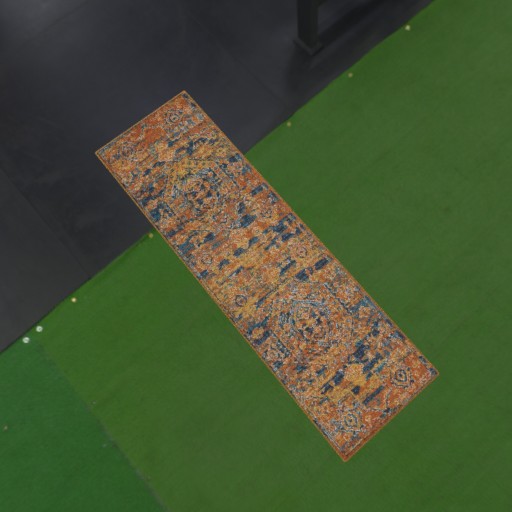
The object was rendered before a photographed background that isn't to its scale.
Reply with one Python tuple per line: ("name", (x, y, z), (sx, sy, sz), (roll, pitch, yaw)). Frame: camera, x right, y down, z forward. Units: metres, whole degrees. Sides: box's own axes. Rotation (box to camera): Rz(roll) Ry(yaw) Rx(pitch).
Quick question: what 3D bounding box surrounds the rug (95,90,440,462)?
("rug", (0.000, 0.000, 2.041), (0.556, 0.013, 1.820), (-39, 78, -9))
